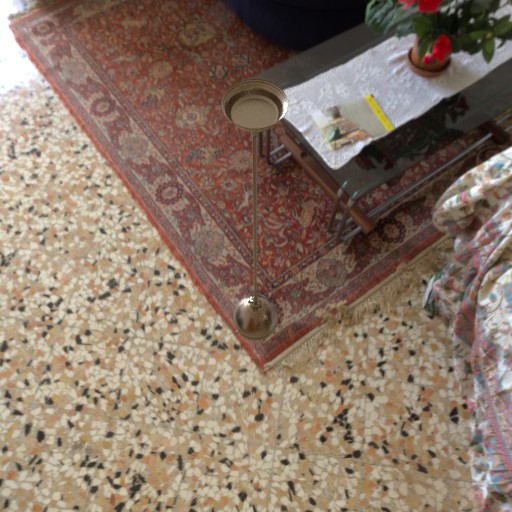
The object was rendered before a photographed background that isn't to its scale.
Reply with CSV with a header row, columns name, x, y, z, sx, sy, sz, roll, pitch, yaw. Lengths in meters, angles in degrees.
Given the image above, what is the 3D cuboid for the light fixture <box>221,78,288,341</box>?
name,x,y,z,sx,sy,sz,roll,pitch,yaw
light fixture,0.000,0.000,1.479,0.217,1.367,0.211,17,65,8
